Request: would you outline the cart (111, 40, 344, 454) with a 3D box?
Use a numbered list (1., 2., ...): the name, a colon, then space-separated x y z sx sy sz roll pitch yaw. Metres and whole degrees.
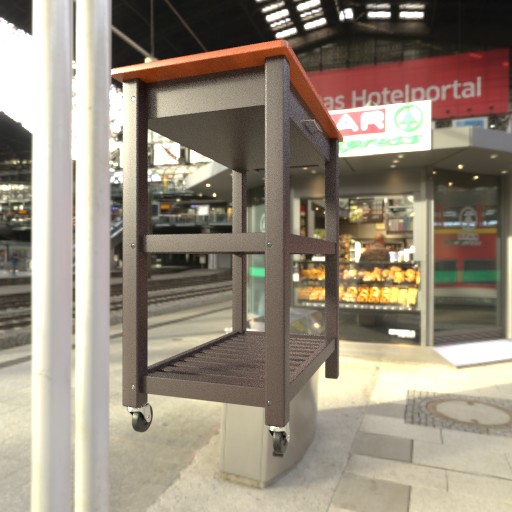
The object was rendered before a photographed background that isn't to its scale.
1. cart: 0.000 0.000 1.447 0.457 0.927 0.899 0 0 20
